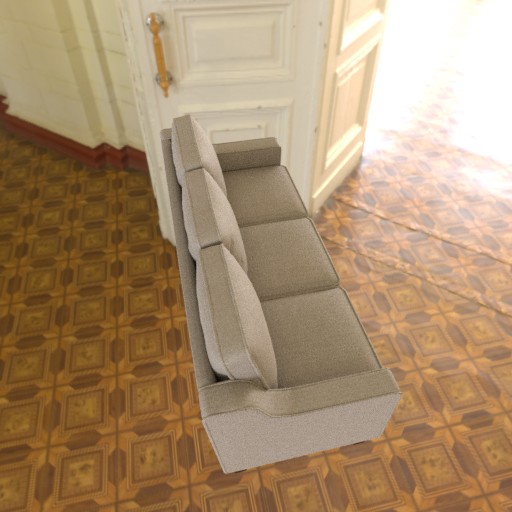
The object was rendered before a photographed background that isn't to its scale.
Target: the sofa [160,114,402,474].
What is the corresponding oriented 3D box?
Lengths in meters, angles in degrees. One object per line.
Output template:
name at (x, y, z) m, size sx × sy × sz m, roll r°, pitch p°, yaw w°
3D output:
sofa at (0.000, 0.000, 2.647) m, size 0.899 × 0.950 × 2.129 m, roll -9°, pitch 47°, yaw -9°
